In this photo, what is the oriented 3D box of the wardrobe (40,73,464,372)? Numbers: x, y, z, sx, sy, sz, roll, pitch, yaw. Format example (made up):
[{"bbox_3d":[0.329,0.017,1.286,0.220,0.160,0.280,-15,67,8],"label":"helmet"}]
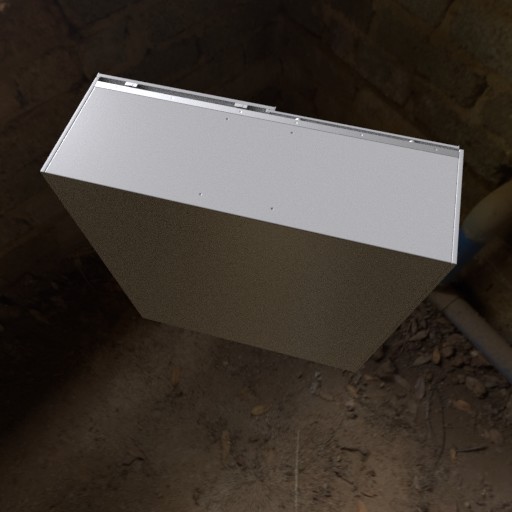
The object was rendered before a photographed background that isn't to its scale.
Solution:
[{"bbox_3d":[0.000,0.000,2.834,1.780,1.960,0.629,13,64,7],"label":"wardrobe"}]
